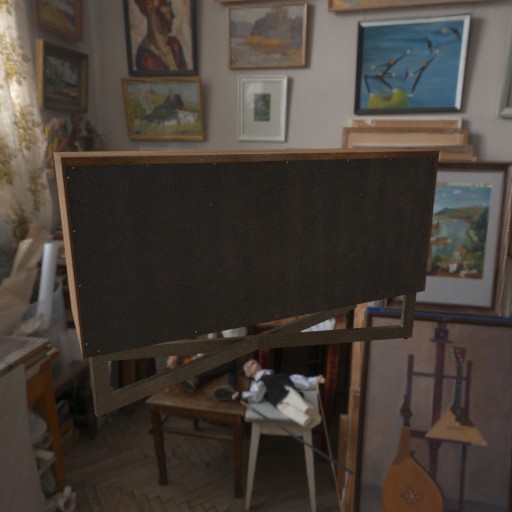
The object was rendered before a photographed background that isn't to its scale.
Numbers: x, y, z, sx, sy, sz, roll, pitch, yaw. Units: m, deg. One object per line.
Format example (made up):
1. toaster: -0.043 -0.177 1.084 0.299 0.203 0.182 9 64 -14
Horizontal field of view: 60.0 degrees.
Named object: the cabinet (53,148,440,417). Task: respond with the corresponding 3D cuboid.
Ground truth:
1. cabinet: 0.000 0.000 1.765 1.373 0.812 0.480 -7 17 -25
